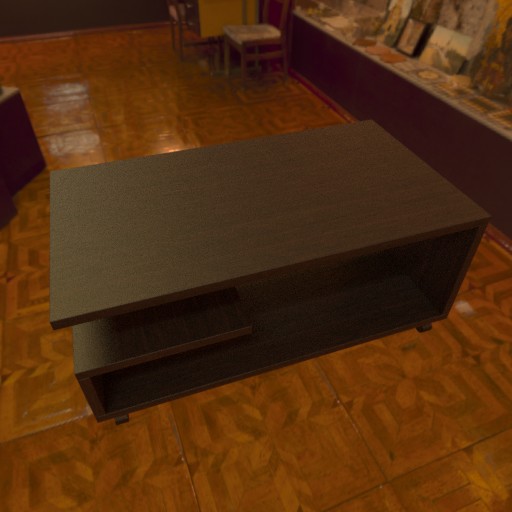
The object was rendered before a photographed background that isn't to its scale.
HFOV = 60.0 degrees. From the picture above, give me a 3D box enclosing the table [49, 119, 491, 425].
[{"bbox_3d":[0.000,0.000,1.346,1.050,0.460,0.590,-13,43,-14],"label":"table"}]
